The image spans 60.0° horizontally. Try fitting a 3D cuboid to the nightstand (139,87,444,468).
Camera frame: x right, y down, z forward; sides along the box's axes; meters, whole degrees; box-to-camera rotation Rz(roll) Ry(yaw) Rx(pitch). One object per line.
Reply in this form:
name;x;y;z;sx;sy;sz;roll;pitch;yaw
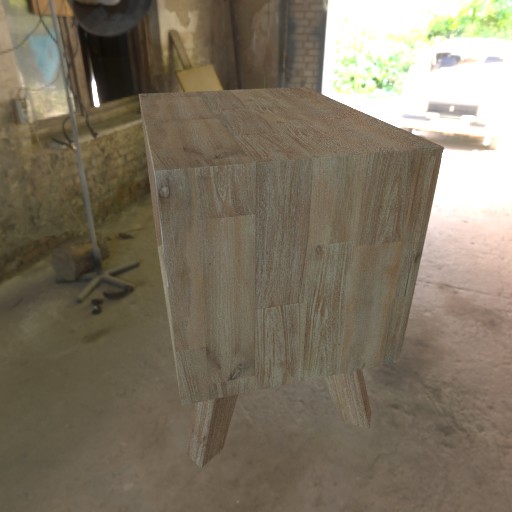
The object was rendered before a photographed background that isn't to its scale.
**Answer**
nightstand;0.000;0.000;0.947;0.396;0.589;0.552;-7;30;-13
